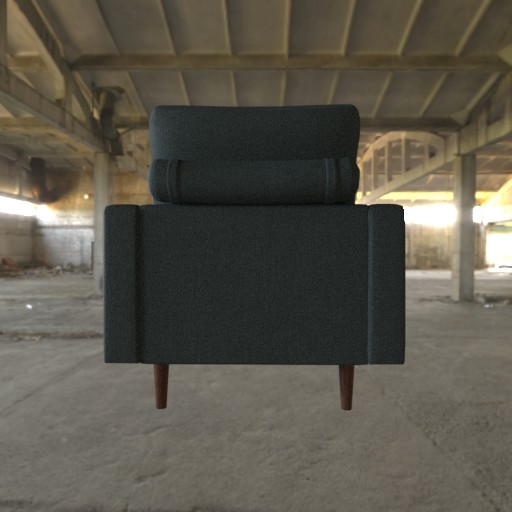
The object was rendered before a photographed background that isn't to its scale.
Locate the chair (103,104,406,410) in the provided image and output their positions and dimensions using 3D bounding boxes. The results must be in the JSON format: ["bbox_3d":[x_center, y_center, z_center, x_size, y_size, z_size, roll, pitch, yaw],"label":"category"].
[{"bbox_3d":[0.000,0.000,1.559,0.821,0.880,0.843,0,1,1],"label":"chair"}]
